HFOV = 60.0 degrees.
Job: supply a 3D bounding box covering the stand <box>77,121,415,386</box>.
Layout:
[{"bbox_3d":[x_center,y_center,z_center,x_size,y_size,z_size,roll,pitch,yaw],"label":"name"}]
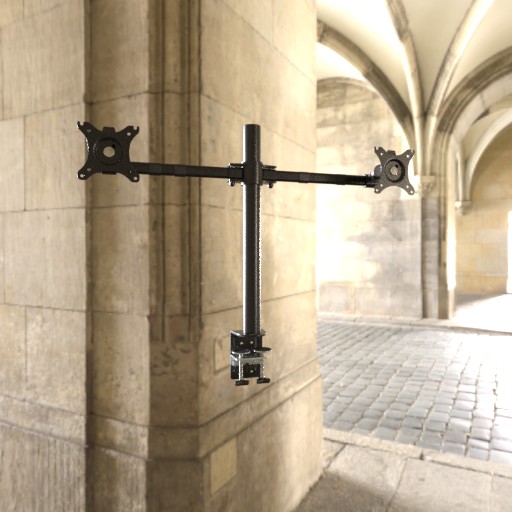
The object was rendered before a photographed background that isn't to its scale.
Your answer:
[{"bbox_3d":[0.000,0.000,1.007,0.743,0.603,0.150,0,1,-18],"label":"stand"}]
